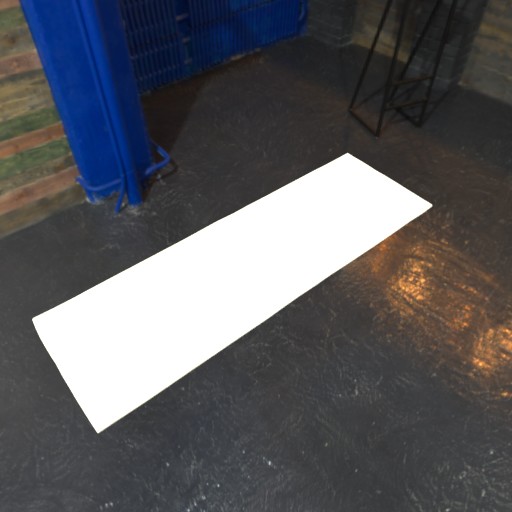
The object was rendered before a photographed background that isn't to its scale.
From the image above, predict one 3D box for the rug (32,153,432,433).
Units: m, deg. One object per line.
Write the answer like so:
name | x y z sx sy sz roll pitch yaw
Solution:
rug | 0.000 0.000 2.673 2.450 0.014 0.793 -31 54 -25
